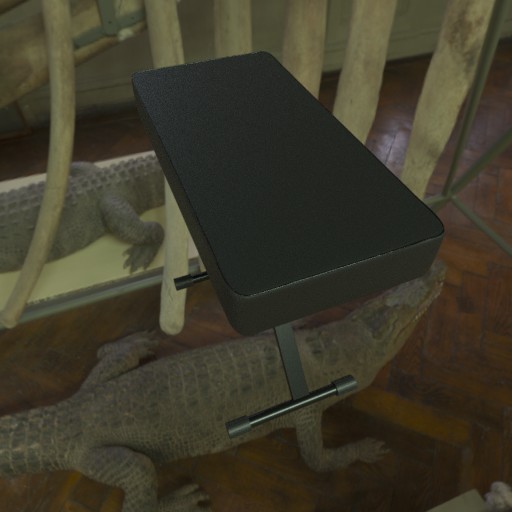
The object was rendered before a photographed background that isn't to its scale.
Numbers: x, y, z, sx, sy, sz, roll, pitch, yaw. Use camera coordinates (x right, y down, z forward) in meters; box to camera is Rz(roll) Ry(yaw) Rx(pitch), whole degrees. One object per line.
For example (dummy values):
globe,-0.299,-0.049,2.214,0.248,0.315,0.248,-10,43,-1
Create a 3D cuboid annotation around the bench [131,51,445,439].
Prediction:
bench,0.000,0.000,0.910,0.300,0.561,0.600,-16,49,-15
